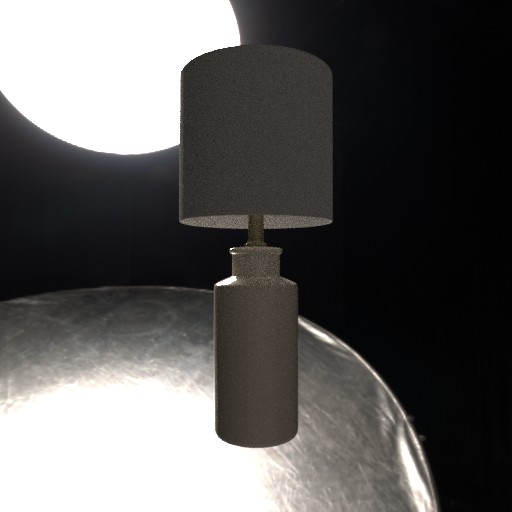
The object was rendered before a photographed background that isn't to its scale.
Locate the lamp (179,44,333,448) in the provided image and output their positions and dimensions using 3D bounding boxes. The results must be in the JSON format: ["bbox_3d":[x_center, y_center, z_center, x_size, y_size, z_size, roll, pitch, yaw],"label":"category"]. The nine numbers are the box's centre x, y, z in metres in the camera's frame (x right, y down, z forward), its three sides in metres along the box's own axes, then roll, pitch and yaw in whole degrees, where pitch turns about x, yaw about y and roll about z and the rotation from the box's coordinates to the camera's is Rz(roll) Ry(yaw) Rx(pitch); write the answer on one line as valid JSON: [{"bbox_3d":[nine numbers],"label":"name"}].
[{"bbox_3d":[0.000,0.000,0.620,0.212,0.493,0.212,0,-1,-18],"label":"lamp"}]
